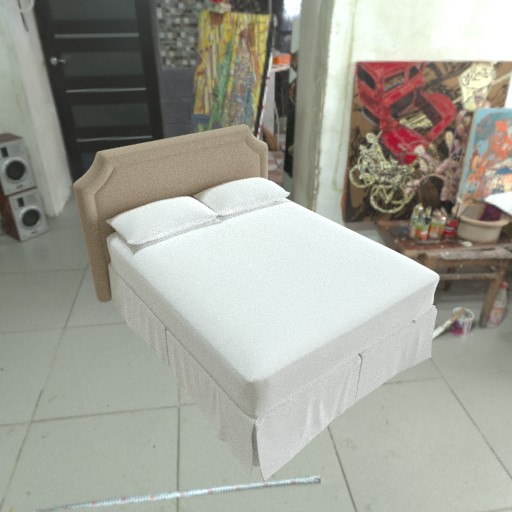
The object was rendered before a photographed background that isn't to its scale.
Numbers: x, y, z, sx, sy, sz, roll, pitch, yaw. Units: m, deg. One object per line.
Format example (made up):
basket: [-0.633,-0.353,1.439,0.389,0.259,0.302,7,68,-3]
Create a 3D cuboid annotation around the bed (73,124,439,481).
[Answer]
bed: [0.000,0.000,3.263,1.828,1.301,2.204,-21,37,-31]
